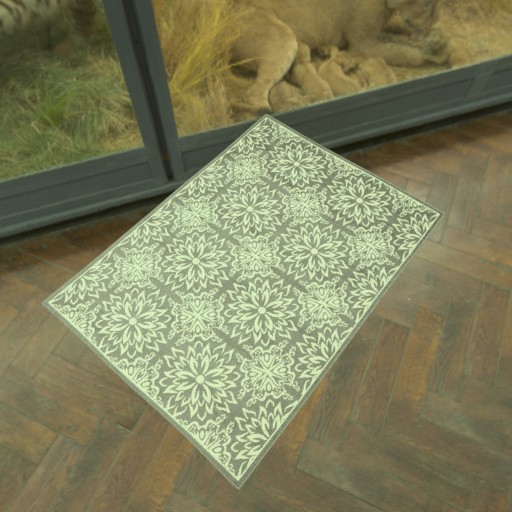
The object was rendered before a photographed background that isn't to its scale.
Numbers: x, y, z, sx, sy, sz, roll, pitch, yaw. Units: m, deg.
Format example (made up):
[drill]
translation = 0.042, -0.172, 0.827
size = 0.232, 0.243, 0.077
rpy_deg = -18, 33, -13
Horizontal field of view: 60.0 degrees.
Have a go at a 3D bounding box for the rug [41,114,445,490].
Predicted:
[rug]
translation = 0.000, 0.000, 2.907
size = 1.608, 0.014, 2.213
rpy_deg = 35, 64, 20
